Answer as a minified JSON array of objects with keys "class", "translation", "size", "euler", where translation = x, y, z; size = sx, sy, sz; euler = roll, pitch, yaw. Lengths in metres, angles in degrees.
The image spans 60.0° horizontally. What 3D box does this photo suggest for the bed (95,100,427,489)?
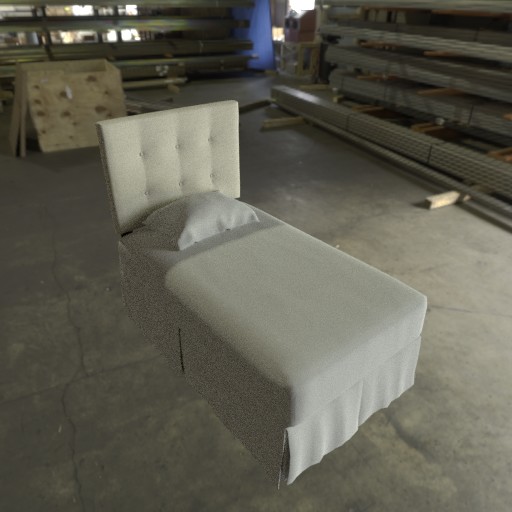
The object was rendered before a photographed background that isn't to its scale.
[{"class":"bed","translation":[0.000,0.000,2.949],"size":[1.261,1.571,1.997],"euler":[-23,37,-33]}]
